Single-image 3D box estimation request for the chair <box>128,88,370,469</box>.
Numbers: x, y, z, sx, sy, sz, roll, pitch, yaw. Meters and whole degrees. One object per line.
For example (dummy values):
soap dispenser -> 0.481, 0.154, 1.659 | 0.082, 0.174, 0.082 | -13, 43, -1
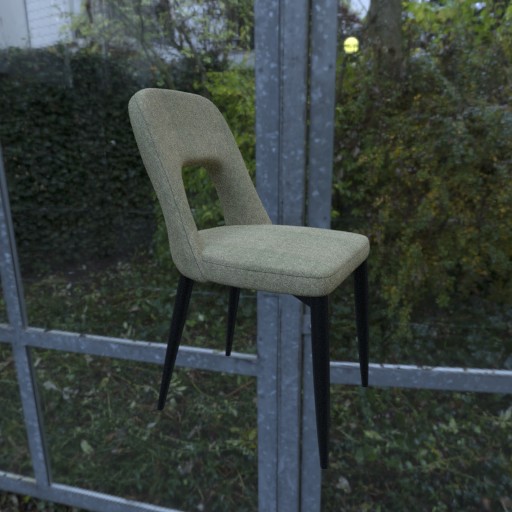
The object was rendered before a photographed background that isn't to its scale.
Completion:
chair -> 0.000, 0.000, 1.289 | 0.612, 0.931, 0.470 | 8, 17, 26
